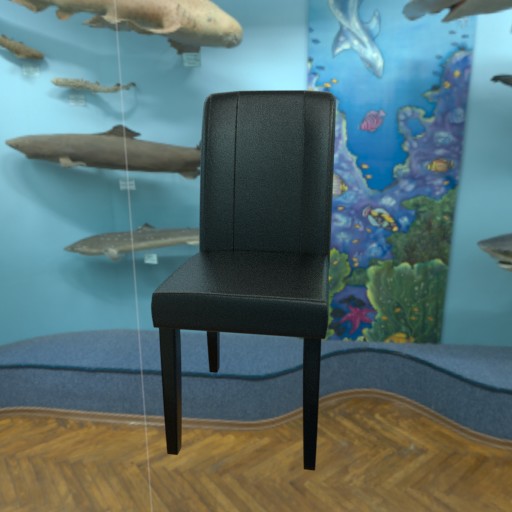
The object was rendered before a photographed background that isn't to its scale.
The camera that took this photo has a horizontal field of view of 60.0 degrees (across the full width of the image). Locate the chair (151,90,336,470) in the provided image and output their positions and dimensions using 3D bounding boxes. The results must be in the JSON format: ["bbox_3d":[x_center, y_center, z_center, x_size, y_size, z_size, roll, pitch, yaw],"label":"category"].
[{"bbox_3d":[0.000,0.000,1.202,0.399,0.897,0.556,2,15,9],"label":"chair"}]
